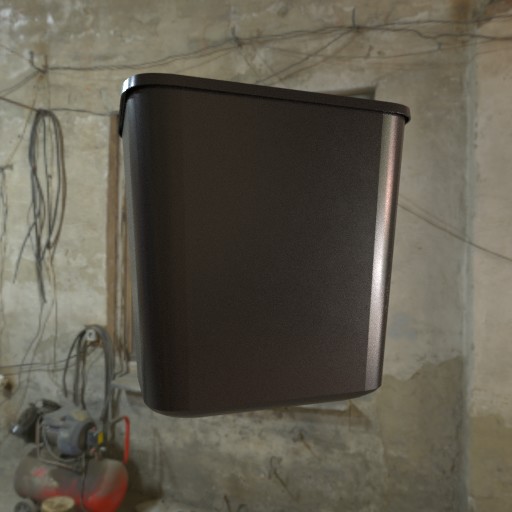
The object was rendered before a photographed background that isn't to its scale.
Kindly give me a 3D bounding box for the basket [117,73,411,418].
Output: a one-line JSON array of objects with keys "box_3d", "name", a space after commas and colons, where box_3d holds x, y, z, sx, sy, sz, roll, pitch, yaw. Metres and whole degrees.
[{"box_3d": [0.000, 0.000, 0.507, 0.300, 0.307, 0.211, 0, 0, -19], "name": "basket"}]
